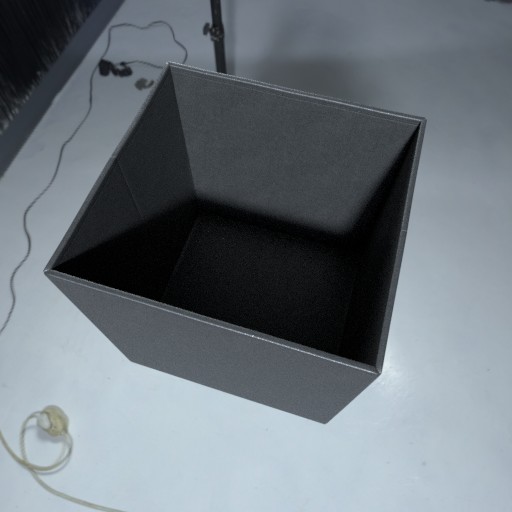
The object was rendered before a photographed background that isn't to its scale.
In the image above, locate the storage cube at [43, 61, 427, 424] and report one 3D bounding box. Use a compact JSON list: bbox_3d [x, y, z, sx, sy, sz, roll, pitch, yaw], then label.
[{"bbox_3d":[0.000,0.000,0.506,0.270,0.280,0.270,15,63,8],"label":"storage cube"}]
